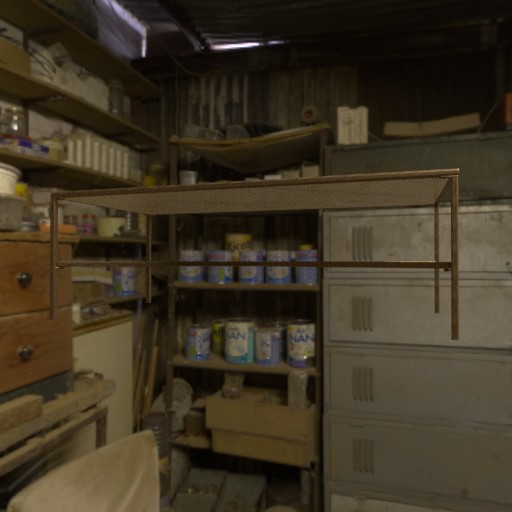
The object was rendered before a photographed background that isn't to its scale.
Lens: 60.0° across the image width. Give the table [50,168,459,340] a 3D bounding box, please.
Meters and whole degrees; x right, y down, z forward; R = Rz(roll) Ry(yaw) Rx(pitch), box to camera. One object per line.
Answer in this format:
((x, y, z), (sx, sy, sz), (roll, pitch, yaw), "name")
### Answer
((0.000, 0.000, 1.503), (1.197, 0.405, 0.577), (0, -1, 18), "table")
